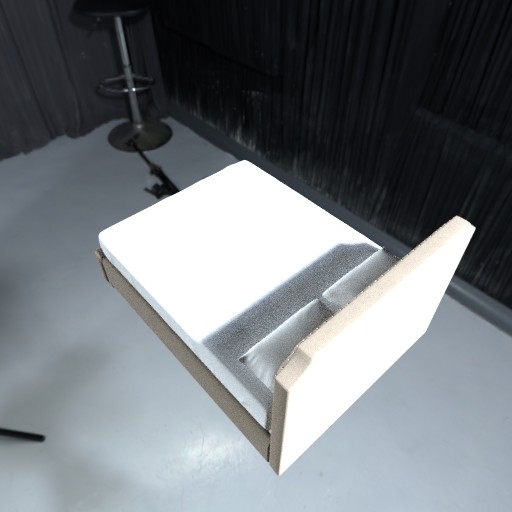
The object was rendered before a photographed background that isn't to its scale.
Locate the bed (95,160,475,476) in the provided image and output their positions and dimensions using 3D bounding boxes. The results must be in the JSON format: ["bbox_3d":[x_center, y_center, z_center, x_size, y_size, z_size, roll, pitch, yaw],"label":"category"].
[{"bbox_3d":[0.000,0.000,3.453,1.703,1.415,2.329,-33,54,-28],"label":"bed"}]
